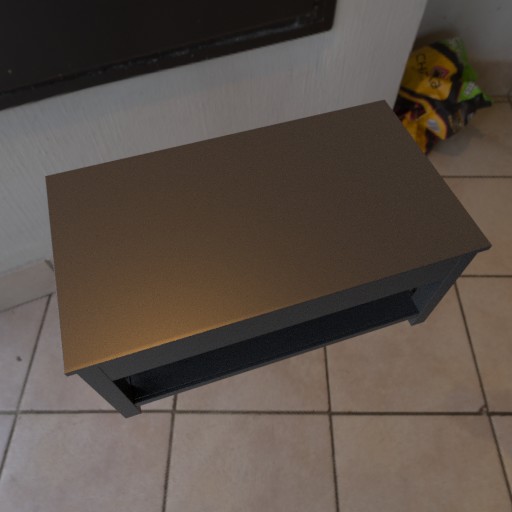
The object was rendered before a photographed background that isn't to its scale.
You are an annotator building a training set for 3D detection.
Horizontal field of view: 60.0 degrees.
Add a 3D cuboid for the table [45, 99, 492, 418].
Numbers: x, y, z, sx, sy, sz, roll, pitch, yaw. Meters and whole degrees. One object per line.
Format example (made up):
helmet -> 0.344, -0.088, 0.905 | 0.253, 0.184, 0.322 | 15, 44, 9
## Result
table -> 0.000, 0.000, 1.404 | 1.068, 0.493, 0.612 | -15, 59, -10
